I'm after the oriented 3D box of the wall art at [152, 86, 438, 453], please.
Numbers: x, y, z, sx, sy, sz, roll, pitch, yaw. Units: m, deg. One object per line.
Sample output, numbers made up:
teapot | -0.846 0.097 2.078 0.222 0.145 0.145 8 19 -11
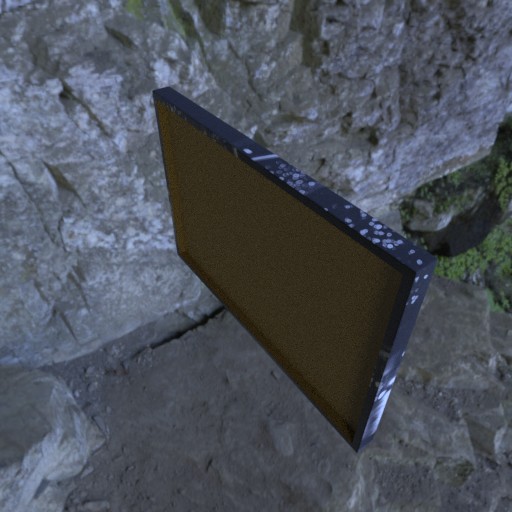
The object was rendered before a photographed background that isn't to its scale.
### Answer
wall art | 0.000 0.000 0.780 0.037 0.406 0.609 -26 47 -26
